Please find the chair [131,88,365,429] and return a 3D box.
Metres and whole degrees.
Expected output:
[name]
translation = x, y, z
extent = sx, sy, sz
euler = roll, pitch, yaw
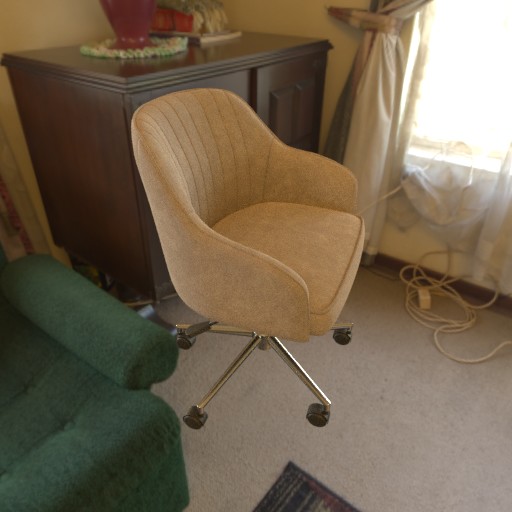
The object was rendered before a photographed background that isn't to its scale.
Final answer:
[chair]
translation = 0.000, 0.000, 1.272
extent = 0.573, 0.831, 0.635
euler = 11, 34, 17
